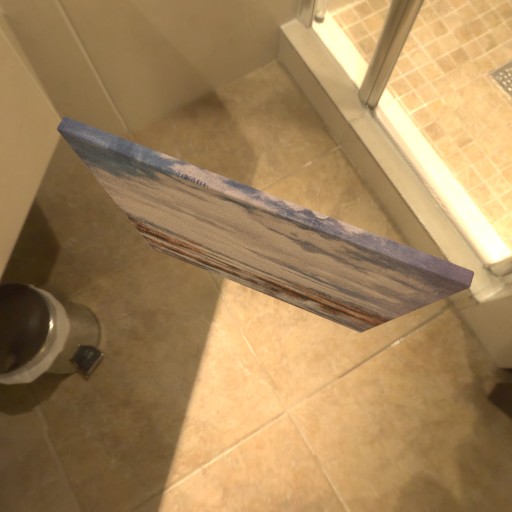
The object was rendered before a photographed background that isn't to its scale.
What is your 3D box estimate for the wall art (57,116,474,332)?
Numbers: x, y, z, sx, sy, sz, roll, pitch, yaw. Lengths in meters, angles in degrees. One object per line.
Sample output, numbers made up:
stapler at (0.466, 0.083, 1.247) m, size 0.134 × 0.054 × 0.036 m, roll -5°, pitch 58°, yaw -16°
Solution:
wall art at (0.000, 0.000, 1.316) m, size 0.888 × 0.897 × 0.035 m, roll 22°, pitch 76°, yaw 6°
